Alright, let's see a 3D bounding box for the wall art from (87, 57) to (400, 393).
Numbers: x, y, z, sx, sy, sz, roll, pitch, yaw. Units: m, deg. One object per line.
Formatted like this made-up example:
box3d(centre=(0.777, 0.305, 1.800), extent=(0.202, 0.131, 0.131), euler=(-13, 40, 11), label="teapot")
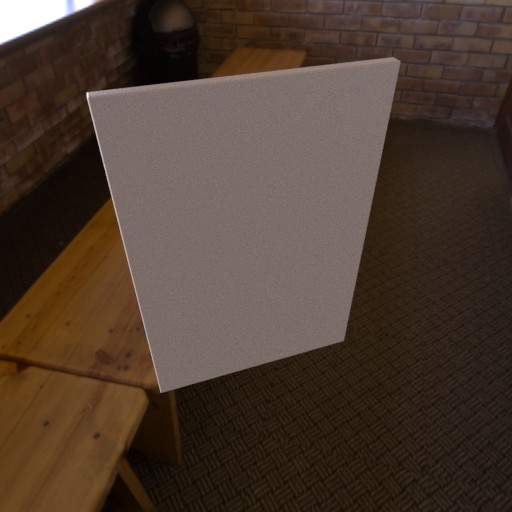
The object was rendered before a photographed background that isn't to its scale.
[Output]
box3d(centre=(0.000, 0.000, 1.485), extent=(0.808, 1.183, 0.038), euler=(-12, 42, -14), label="wall art")
